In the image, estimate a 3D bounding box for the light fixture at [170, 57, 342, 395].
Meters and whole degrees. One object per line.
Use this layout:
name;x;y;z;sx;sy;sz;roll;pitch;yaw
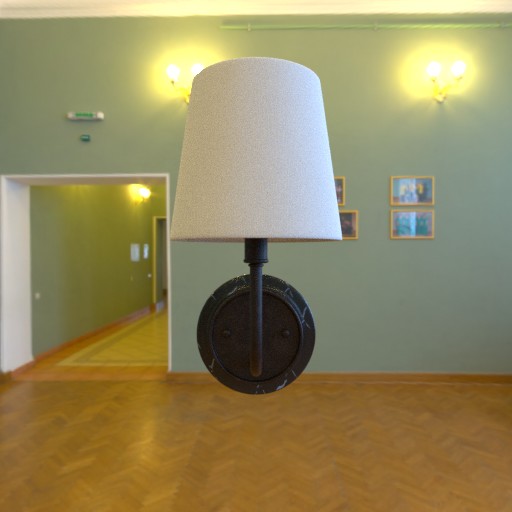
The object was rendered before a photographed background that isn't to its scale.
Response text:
light fixture;0.000;0.000;0.447;0.168;0.337;0.188;0;0;0
